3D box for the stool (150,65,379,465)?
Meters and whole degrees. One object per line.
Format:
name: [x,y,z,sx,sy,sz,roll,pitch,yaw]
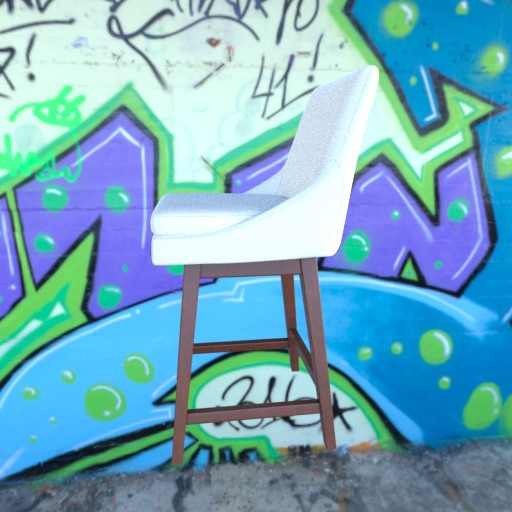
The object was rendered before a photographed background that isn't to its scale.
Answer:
stool: [0.000,0.000,1.297,0.559,0.991,0.469,-2,14,-8]
